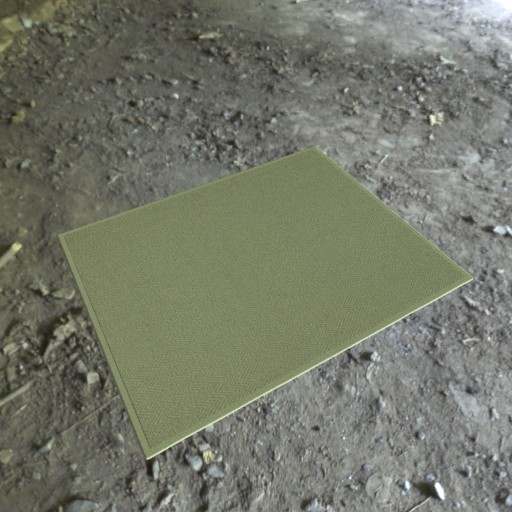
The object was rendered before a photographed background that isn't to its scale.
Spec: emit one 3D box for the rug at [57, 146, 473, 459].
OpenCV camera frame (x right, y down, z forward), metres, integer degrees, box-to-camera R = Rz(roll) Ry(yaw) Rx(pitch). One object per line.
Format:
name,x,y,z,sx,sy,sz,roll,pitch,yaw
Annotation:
rug,0.000,0.000,4.088,3.051,0.020,2.407,-23,51,-20
